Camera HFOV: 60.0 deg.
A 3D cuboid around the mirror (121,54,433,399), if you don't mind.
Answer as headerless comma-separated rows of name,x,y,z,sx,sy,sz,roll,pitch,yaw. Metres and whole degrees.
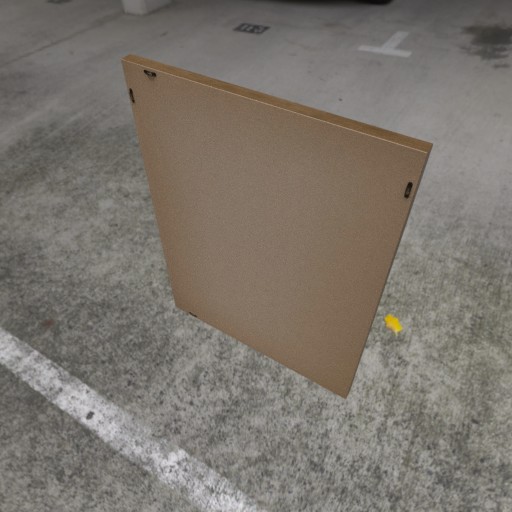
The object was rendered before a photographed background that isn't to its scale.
mirror,0.000,0.000,1.331,0.762,1.016,0.041,24,52,21
